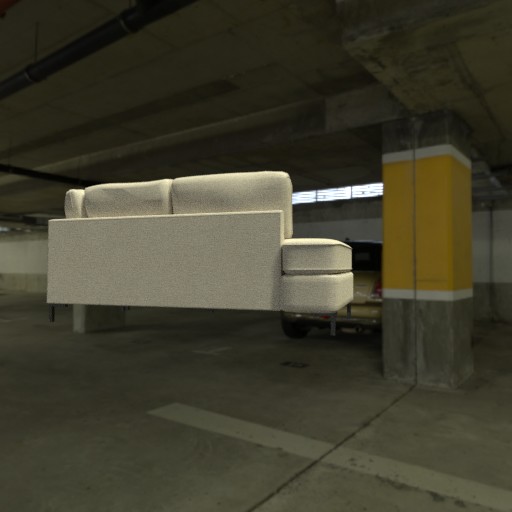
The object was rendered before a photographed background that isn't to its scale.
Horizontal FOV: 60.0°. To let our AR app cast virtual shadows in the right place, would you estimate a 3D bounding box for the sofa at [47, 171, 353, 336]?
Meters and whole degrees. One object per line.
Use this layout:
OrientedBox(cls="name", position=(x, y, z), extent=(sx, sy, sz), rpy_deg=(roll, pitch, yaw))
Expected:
OrientedBox(cls="sofa", position=(0.000, 0.000, 4.400), extent=(2.048, 0.996, 3.384), rpy_deg=(0, -1, 18))
